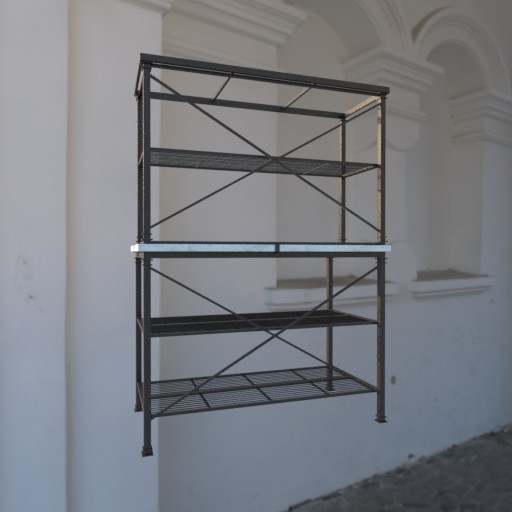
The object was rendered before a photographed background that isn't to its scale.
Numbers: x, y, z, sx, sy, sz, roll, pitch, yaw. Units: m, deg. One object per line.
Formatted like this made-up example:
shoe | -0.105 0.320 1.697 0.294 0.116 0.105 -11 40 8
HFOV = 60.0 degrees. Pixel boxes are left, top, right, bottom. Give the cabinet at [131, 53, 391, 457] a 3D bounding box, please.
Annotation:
cabinet | 0.000 0.000 2.274 1.210 1.659 0.610 0 1 -18
